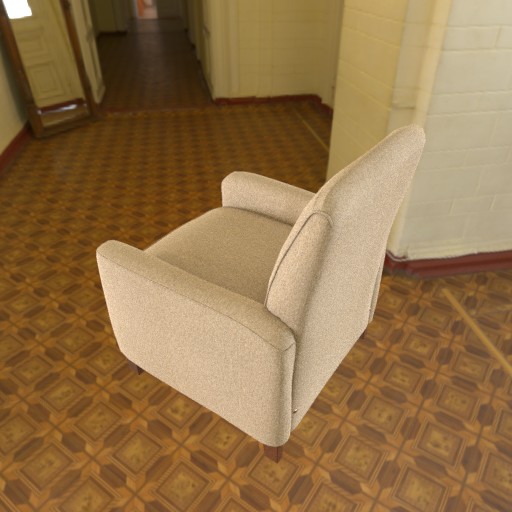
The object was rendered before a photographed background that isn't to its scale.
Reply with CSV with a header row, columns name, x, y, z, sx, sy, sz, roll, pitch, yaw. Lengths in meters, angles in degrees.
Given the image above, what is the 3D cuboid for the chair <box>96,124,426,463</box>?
name,x,y,z,sx,sy,sz,roll,pitch,yaw
chair,0.000,0.000,1.626,0.864,1.014,0.848,21,40,28
